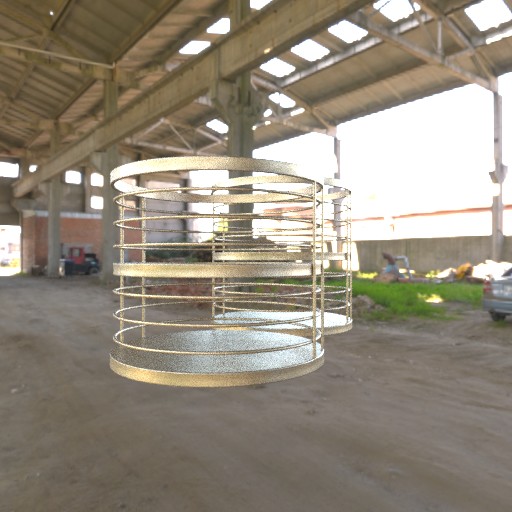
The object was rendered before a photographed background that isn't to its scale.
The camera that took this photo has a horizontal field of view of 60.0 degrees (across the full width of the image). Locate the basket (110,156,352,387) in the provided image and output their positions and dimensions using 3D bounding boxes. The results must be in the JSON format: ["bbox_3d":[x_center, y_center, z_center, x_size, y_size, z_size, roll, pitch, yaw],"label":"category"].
[{"bbox_3d":[0.000,0.000,0.944,0.356,0.351,0.746,0,0,19],"label":"basket"}]
